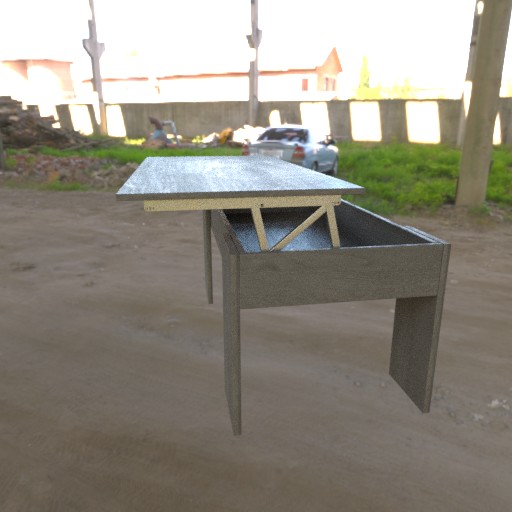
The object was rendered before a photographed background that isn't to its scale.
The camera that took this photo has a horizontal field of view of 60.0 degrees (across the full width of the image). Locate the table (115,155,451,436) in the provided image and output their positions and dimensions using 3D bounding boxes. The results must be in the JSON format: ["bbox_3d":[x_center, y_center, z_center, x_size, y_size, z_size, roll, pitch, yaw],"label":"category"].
[{"bbox_3d":[0.000,0.000,1.440,0.711,0.570,1.000,-3,17,-10],"label":"table"}]
